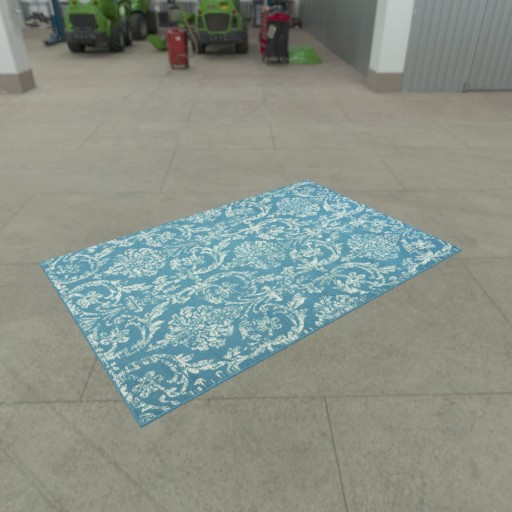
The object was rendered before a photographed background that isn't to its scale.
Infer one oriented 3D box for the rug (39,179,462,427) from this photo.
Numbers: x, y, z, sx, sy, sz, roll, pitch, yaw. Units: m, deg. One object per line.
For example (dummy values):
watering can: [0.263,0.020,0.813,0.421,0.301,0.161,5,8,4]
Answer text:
rug: [0.000,0.000,3.436,2.746,0.018,1.816,-22,38,-31]
